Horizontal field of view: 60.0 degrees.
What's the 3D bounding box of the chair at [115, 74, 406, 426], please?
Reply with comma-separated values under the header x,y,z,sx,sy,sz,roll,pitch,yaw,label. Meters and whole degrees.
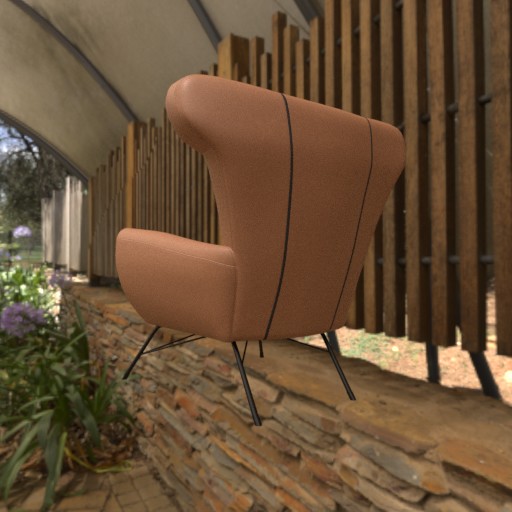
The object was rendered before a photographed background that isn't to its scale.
x,y,z,sx,sy,sz,roll,pitch,yaw,label
0.000,0.000,1.759,0.980,1.050,0.900,0,-1,-36,chair
